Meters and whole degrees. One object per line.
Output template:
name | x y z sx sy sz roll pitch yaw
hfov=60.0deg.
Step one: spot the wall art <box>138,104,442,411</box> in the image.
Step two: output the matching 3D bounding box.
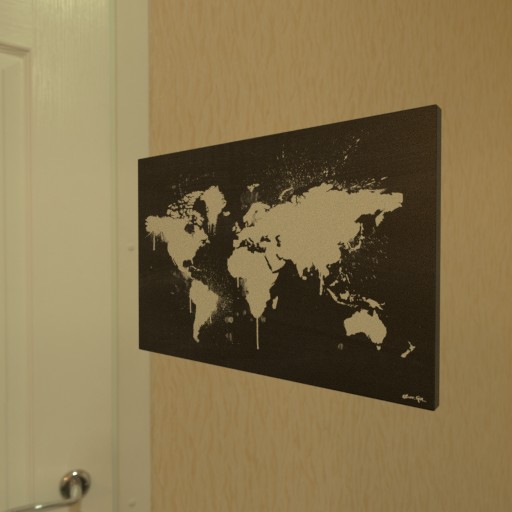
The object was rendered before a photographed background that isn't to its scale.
wall art | 0.000 0.000 1.162 0.912 0.612 0.038 1 1 37
